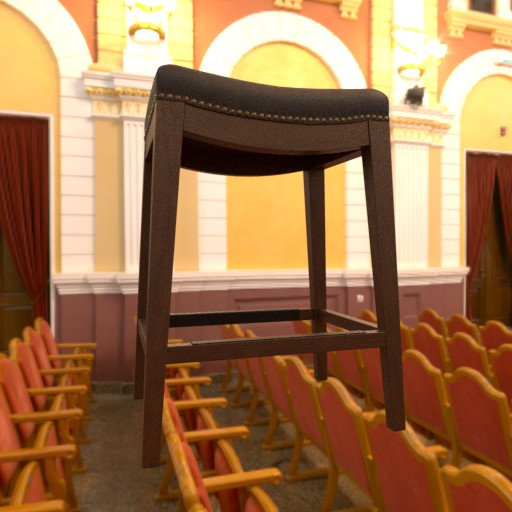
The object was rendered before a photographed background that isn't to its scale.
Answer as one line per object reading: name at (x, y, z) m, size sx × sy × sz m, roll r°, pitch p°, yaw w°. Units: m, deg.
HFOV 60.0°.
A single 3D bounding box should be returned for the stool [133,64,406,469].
stool at (0.000, 0.000, 0.934) m, size 0.490 × 0.664 × 0.353 m, roll 0°, pitch 2°, yaw -18°
